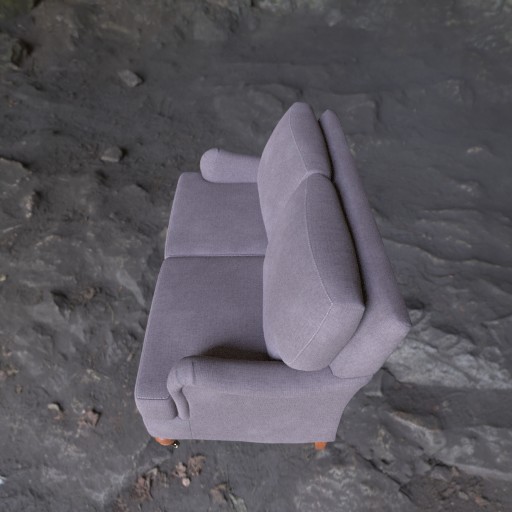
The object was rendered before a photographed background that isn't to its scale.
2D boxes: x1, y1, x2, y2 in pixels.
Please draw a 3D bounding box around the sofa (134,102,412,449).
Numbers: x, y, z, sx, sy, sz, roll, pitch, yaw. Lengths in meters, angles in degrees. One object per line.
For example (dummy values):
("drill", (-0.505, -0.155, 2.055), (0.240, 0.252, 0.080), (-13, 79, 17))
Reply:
("sofa", (0.000, 0.000, 2.504), (1.084, 1.101, 1.853), (-1, 42, -1))
